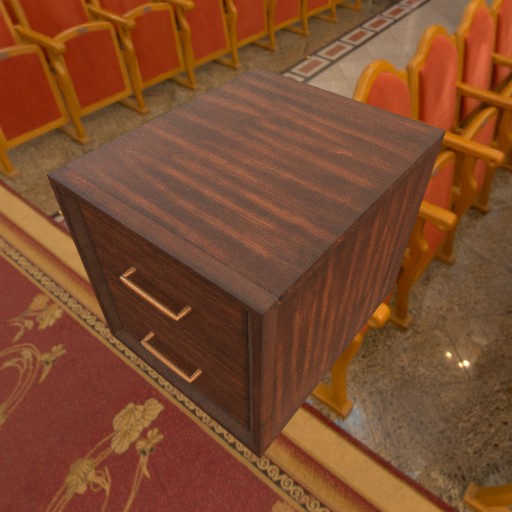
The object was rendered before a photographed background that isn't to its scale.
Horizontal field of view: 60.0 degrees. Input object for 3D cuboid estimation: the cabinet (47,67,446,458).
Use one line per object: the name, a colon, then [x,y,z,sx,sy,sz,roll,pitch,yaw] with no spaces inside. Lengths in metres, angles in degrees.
cabinet: [0.000,0.000,0.846,0.402,0.455,0.500,30,53,26]
